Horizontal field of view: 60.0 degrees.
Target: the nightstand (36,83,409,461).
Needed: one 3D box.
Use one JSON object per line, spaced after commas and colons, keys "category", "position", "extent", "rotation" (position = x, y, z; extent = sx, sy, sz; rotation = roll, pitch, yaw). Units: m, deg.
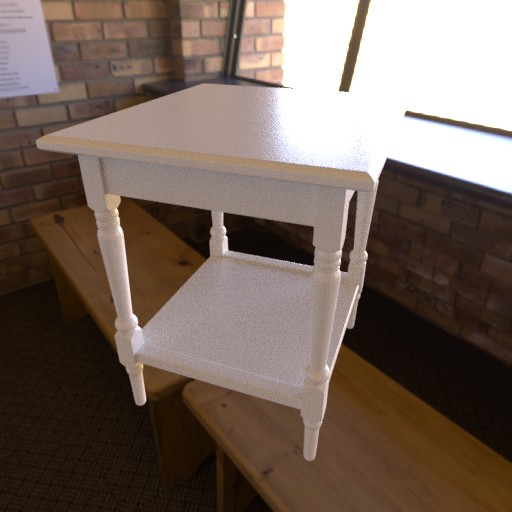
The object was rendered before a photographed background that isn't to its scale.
{"category": "nightstand", "position": [0.000, 0.000, 0.879], "extent": [0.459, 0.555, 0.505], "rotation": [11, 31, 18]}
